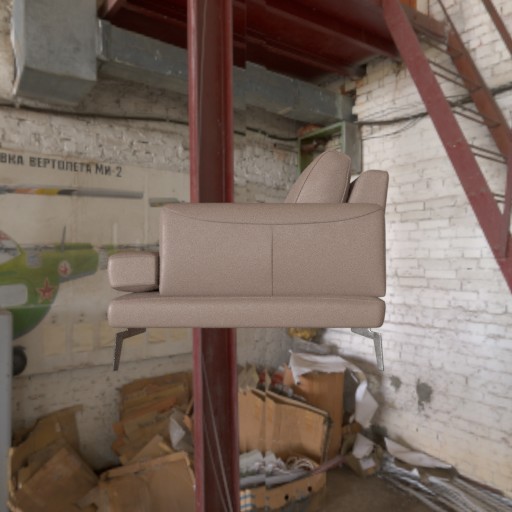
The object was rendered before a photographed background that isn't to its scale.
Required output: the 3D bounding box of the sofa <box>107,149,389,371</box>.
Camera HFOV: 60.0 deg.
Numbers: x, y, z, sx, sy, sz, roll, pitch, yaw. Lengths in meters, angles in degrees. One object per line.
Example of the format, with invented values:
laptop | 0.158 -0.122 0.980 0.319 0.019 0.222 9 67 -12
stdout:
sofa | 0.000 0.000 2.387 0.974 0.765 1.940 0 0 0
